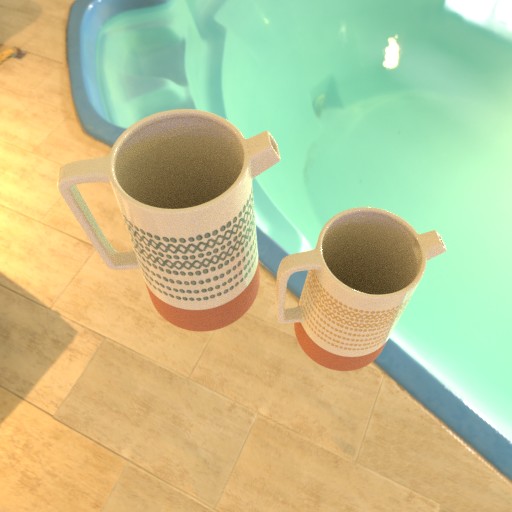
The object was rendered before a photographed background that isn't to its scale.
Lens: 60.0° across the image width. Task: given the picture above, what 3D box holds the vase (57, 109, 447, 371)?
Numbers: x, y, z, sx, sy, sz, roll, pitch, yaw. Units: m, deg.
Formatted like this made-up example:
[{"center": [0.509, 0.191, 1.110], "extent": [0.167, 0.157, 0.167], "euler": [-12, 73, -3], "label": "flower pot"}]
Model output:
[{"center": [0.000, 0.000, 0.466], "extent": [0.326, 0.247, 0.168], "euler": [28, 62, 16], "label": "vase"}]
